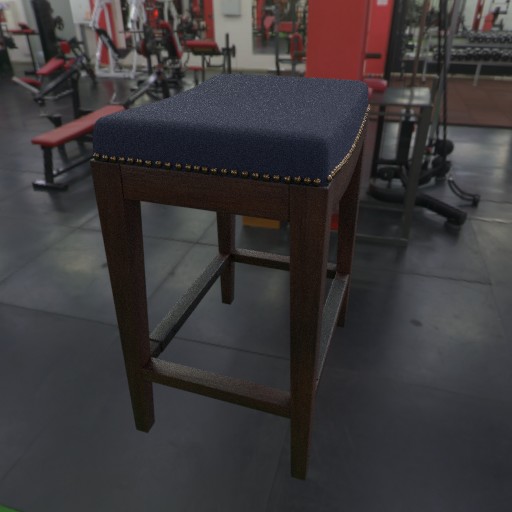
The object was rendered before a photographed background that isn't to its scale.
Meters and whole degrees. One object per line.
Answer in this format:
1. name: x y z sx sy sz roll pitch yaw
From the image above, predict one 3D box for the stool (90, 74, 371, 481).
1. stool: 0.000 0.000 0.921 0.361 0.642 0.500 10 31 16
